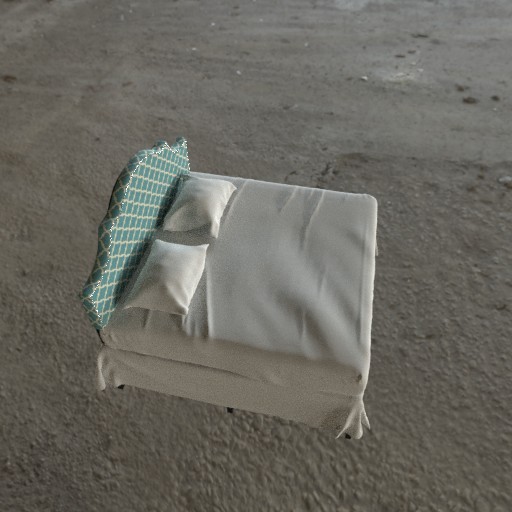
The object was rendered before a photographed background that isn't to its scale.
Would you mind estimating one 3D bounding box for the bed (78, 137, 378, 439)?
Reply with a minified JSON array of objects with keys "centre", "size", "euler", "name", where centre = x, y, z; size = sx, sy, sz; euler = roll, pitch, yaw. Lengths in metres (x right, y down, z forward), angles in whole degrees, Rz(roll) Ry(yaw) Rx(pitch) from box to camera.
[{"centre":[0.000,0.000,3.746],"size":[2.222,1.601,2.314],"euler":[9,48,9],"name":"bed"}]
